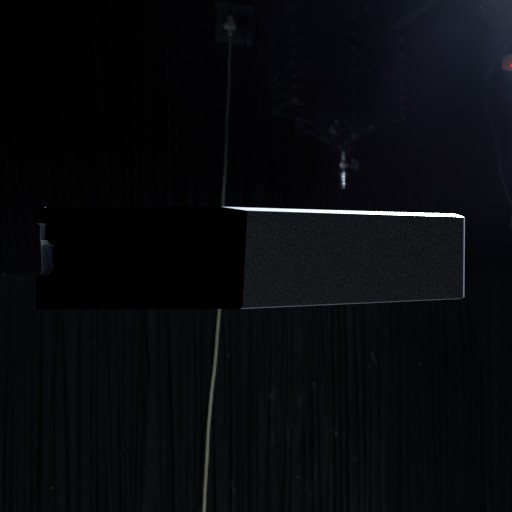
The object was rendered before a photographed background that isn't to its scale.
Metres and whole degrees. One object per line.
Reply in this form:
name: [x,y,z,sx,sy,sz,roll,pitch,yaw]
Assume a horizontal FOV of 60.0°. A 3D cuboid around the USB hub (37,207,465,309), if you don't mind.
USB hub: [0.000,0.000,0.124,0.110,0.023,0.044,0,1,-19]
